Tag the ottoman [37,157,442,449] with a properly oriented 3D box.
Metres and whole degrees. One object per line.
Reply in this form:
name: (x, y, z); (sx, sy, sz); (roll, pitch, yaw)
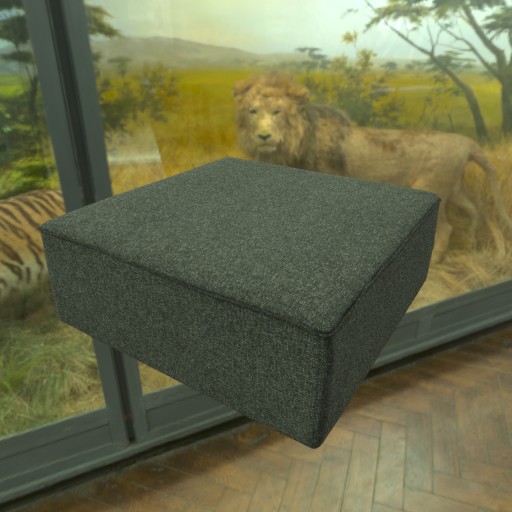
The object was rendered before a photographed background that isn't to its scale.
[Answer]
ottoman: (0.000, 0.000, 1.579); (1.021, 0.423, 1.017); (17, 31, 30)
